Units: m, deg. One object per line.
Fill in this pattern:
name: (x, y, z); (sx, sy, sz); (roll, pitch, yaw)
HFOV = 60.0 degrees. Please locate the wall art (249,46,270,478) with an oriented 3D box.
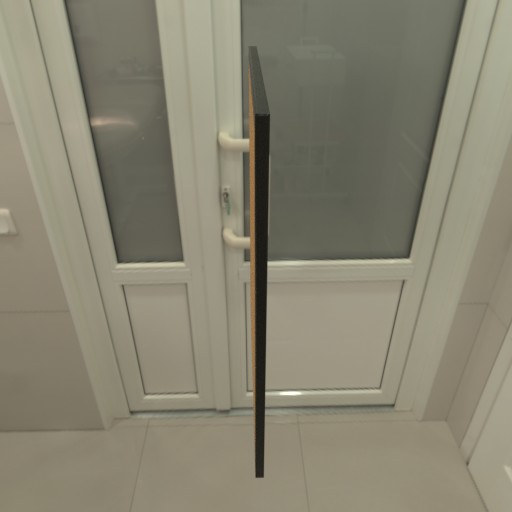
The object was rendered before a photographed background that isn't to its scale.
wall art: (0.000, 0.000, 0.835); (0.016, 0.657, 0.480); (-1, 33, -1)
